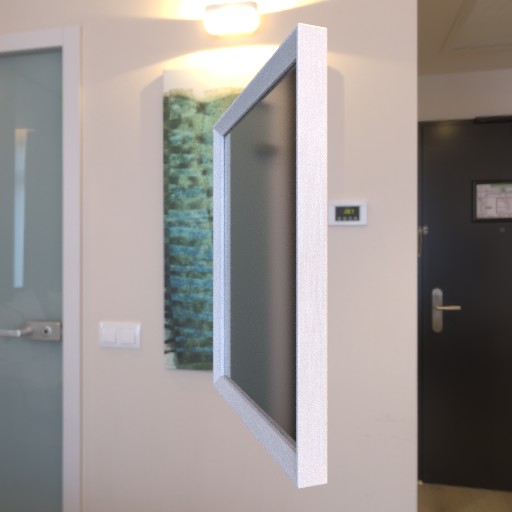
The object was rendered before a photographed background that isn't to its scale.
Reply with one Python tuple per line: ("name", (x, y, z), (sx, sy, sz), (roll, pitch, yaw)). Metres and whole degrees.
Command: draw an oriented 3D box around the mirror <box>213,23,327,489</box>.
("mirror", (0.000, 0.000, 0.682), (0.041, 0.509, 0.406), (0, 0, -19))
